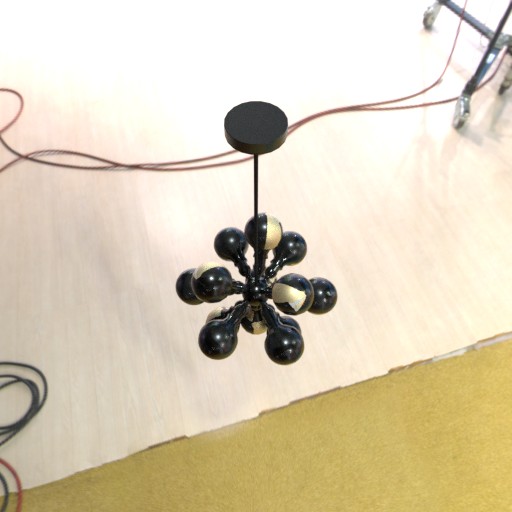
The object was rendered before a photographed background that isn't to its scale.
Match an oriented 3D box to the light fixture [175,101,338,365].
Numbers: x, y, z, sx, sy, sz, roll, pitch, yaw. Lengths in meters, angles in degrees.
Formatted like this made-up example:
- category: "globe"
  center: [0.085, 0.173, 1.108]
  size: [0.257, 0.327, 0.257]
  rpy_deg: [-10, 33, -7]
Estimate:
- category: "light fixture"
  center: [0.000, 0.000, 1.121]
  size: [0.420, 0.859, 0.468]
  rpy_deg: [31, 63, 18]
